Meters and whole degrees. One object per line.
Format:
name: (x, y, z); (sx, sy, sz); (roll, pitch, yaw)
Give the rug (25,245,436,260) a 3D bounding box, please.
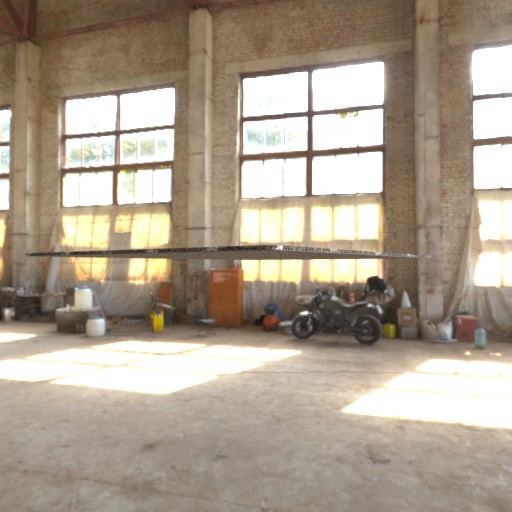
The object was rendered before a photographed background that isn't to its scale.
rug: (0.000, 0.000, 4.100); (2.438, 0.029, 3.047); (-1, -2, 36)
